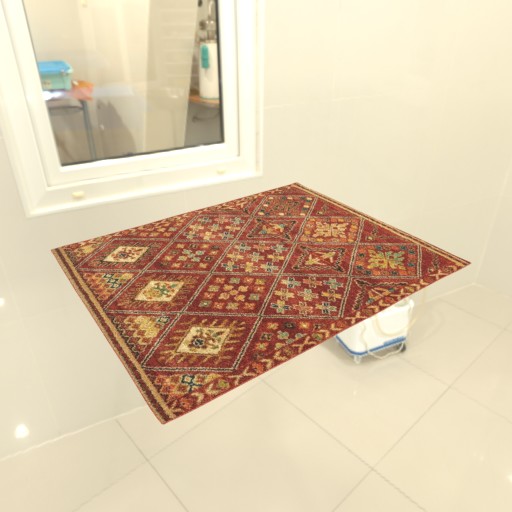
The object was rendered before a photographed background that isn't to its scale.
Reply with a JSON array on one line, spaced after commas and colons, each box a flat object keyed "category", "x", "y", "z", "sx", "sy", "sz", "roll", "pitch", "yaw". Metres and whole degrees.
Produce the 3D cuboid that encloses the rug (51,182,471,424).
[{"category": "rug", "x": 0.000, "y": 0.000, "z": 4.150, "sx": 3.086, "sy": 0.030, "sz": 2.489, "roll": -20, "pitch": 36, "yaw": -30}]
